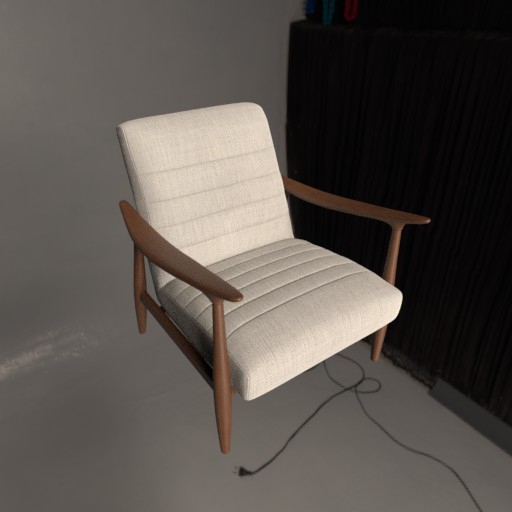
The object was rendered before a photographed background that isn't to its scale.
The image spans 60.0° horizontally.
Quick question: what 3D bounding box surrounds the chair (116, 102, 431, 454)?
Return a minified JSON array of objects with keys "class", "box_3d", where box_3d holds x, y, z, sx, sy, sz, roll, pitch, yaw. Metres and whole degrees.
[{"class":"chair","box_3d":[0.000,0.000,1.481,0.741,0.832,0.798,-20,35,-31]}]
